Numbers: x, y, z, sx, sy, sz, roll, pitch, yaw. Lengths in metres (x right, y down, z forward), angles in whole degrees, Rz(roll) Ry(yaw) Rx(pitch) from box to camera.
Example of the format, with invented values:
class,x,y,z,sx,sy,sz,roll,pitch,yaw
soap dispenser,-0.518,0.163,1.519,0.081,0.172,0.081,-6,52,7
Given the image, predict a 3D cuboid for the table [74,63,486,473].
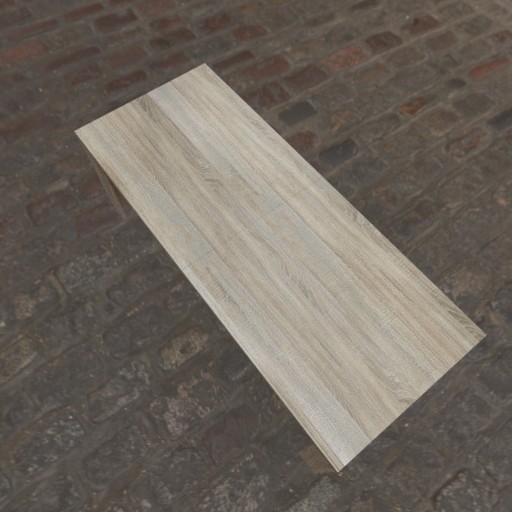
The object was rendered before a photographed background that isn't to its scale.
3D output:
class,x,y,z,sx,sy,sz,roll,pitch,yaw
table,0.000,0.000,2.597,0.900,0.790,2.200,-35,68,-16
